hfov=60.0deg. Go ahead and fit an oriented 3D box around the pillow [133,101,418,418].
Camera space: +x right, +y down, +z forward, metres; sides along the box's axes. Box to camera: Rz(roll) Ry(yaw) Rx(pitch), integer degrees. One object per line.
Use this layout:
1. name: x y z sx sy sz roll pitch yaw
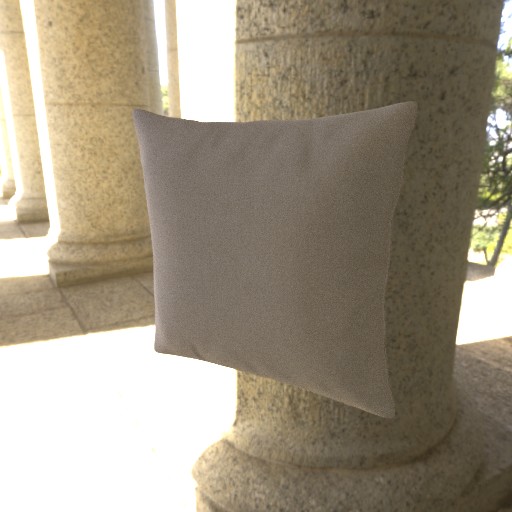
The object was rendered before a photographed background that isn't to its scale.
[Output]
1. pillow: 0.000 0.000 0.793 0.523 0.510 0.166 8 18 27
